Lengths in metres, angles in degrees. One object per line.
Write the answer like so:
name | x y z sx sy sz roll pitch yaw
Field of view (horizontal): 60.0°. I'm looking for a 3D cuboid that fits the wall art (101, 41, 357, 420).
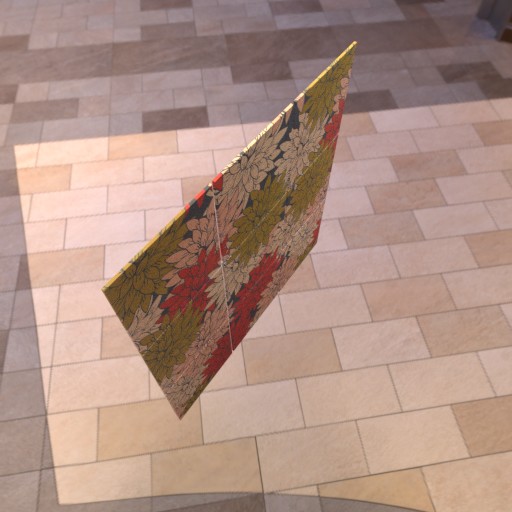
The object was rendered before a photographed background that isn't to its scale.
wall art | 0.000 0.000 2.244 0.013 1.534 1.519 30 62 18
